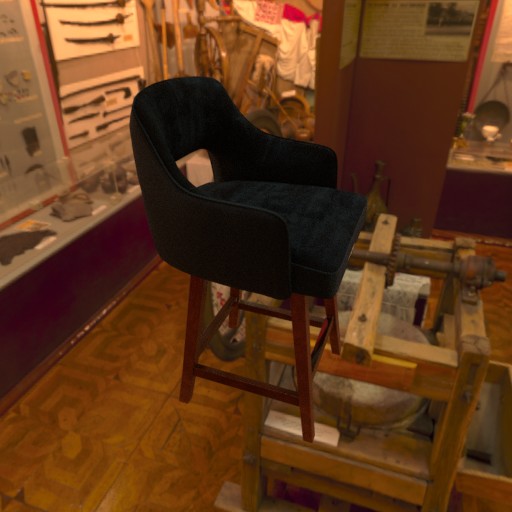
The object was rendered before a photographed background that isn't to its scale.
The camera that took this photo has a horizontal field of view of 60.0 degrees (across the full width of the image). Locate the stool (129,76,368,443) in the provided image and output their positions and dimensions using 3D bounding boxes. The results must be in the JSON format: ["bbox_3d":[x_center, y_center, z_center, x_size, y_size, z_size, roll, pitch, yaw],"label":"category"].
[{"bbox_3d":[0.000,0.000,1.306,0.560,0.940,0.550,11,32,18],"label":"stool"}]
